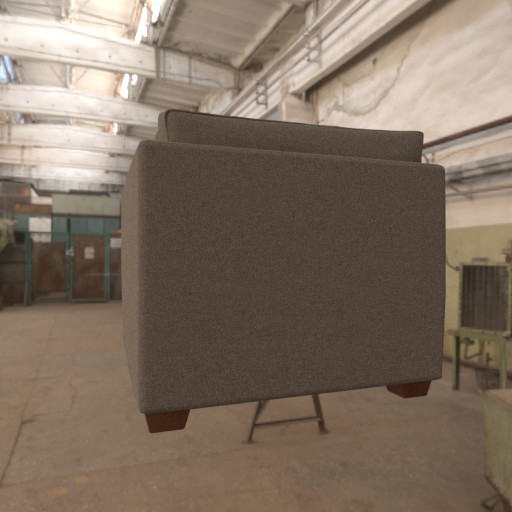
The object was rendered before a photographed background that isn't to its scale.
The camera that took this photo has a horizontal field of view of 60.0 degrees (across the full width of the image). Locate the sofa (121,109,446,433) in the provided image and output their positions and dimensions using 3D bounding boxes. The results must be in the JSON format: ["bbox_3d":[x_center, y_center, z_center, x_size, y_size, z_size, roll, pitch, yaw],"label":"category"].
[{"bbox_3d":[0.000,0.000,1.925,1.084,1.002,1.146,0,0,-19],"label":"sofa"}]
